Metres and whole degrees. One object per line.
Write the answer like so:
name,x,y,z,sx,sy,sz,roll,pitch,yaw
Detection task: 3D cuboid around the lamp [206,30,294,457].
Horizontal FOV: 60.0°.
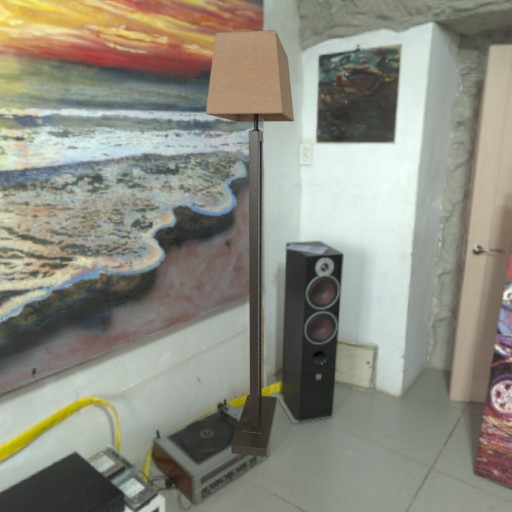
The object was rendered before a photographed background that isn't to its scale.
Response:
lamp,0.000,0.000,1.671,0.233,1.469,0.475,2,14,9
